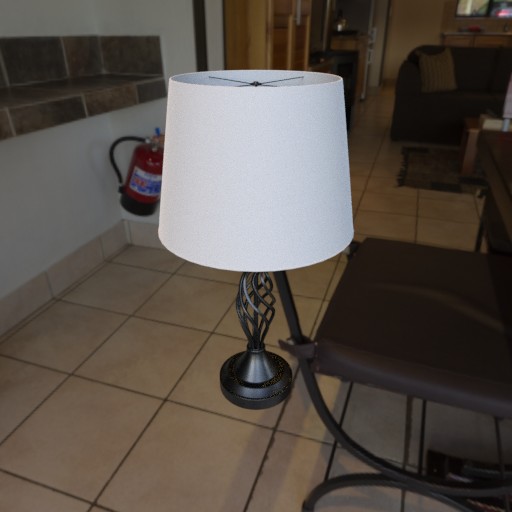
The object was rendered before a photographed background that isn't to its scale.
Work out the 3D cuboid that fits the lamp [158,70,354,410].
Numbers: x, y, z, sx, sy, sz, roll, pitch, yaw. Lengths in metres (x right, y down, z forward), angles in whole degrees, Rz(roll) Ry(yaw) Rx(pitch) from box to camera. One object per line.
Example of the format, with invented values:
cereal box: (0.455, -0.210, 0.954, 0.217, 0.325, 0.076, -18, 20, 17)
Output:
lamp: (0.000, 0.000, 0.790, 0.331, 0.594, 0.331, 0, 27, 0)
